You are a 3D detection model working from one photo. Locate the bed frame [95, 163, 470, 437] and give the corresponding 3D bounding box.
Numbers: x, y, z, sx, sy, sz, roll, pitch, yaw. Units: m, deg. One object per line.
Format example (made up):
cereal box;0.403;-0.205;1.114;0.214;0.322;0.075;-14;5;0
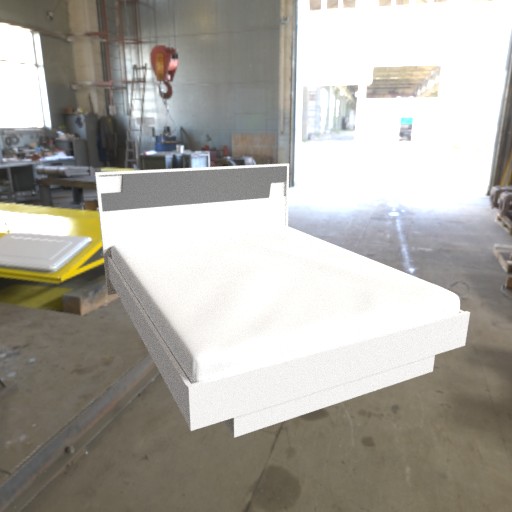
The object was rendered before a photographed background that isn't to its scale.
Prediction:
bed frame;0.000;0.000;3.007;1.711;1.001;2.100;-8;19;-25
